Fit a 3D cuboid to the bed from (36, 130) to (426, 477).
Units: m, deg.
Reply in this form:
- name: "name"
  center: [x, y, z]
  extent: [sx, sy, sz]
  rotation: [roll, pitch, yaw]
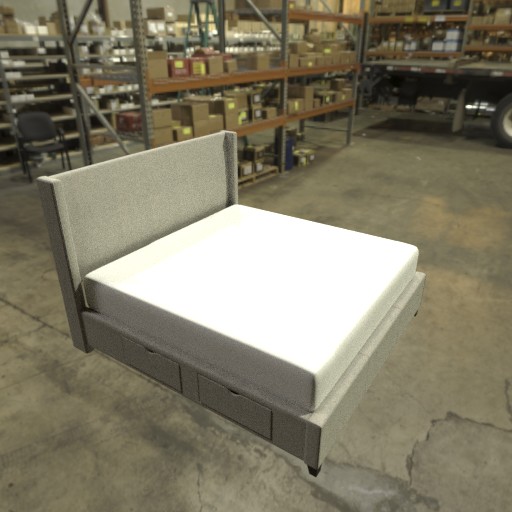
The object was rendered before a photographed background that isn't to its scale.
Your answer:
- name: "bed"
  center: [0.000, 0.000, 3.638]
  extent: [2.280, 1.470, 2.140]
  rotation: [17, 31, 30]
